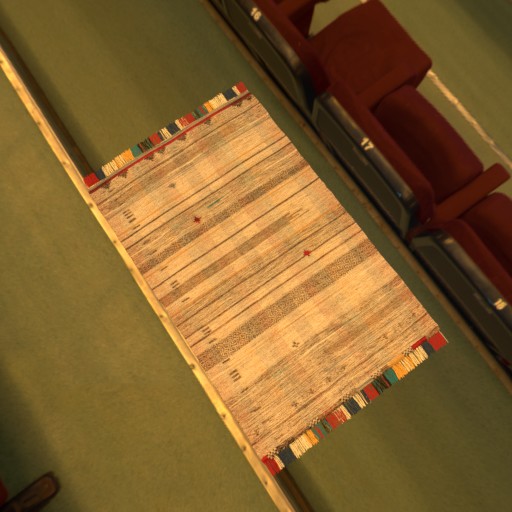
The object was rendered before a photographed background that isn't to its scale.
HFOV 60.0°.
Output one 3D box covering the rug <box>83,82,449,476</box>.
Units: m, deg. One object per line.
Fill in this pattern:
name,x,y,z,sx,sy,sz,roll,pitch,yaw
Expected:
rug,0.000,0.000,3.106,1.465,0.012,2.465,-34,78,-8
